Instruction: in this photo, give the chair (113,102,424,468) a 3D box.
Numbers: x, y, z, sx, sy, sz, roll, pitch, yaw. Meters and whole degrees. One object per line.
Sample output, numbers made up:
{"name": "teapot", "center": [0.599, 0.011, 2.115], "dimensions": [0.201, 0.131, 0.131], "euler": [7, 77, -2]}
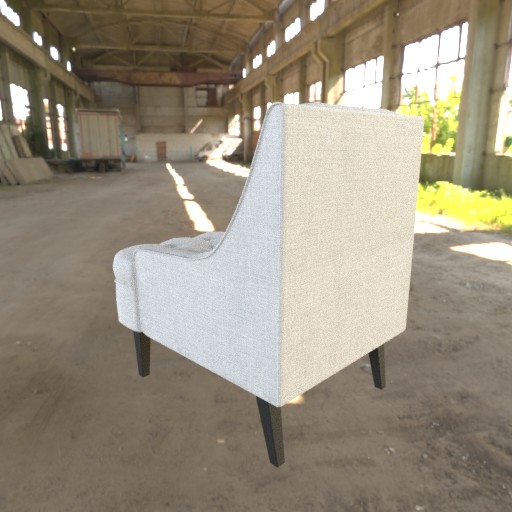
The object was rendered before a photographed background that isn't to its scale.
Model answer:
{"name": "chair", "center": [0.000, 0.000, 1.445], "dimensions": [0.772, 0.891, 0.658], "euler": [14, 20, 43]}
